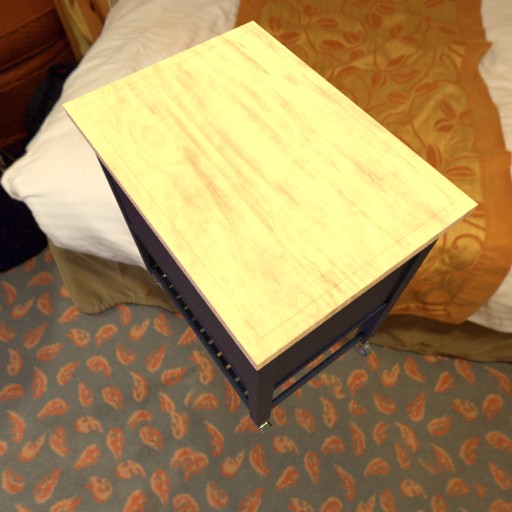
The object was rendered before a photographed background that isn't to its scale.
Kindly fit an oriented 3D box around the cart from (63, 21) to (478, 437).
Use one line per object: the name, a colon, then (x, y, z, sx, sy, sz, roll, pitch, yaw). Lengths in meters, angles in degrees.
cart: (0.000, 0.000, 1.384, 0.567, 0.920, 0.797, -32, 65, -17)
